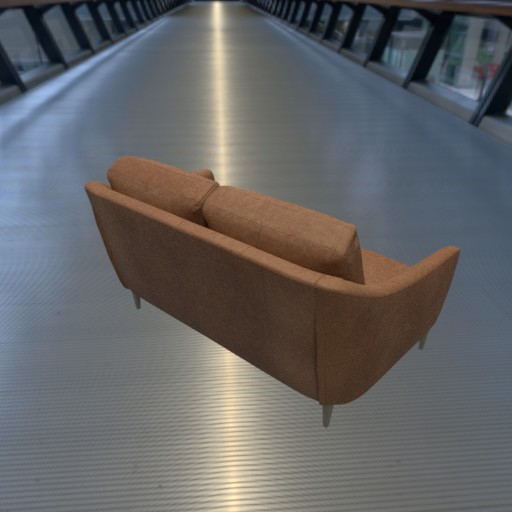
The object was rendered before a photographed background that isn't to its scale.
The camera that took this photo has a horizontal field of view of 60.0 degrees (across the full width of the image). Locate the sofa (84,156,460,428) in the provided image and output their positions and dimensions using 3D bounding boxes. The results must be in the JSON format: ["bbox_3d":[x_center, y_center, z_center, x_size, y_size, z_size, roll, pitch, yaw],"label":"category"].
[{"bbox_3d":[0.000,0.000,2.178,1.619,0.902,0.960,23,37,34],"label":"sofa"}]
